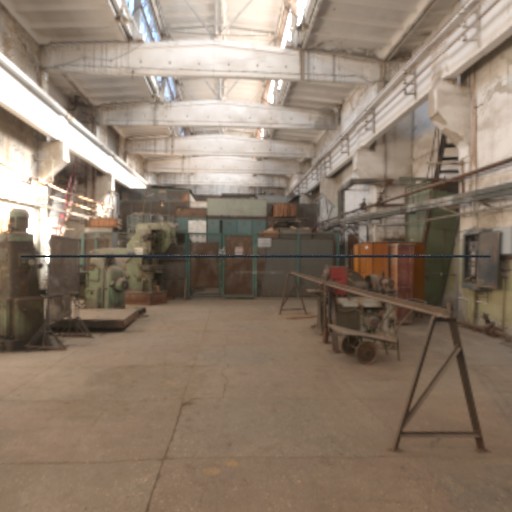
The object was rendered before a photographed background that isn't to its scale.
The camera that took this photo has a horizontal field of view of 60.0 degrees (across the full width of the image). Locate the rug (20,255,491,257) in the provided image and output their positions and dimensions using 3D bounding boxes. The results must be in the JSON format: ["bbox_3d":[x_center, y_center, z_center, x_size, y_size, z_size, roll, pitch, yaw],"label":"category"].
[{"bbox_3d":[0.000,0.000,2.675,2.448,0.012,0.769,0,0,-1],"label":"rug"}]
